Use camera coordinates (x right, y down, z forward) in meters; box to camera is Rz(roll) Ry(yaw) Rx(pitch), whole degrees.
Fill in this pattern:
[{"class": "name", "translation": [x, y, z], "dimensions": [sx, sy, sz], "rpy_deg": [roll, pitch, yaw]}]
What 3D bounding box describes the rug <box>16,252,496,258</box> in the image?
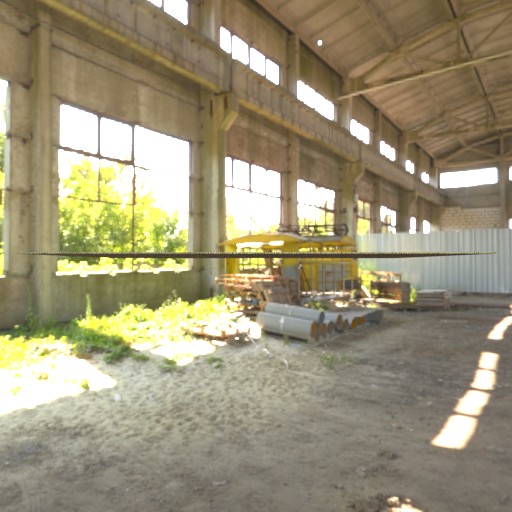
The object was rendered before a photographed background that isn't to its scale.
[{"class": "rug", "translation": [0.000, 0.000, 2.182], "dimensions": [1.747, 0.006, 1.143], "rpy_deg": [0, -1, 0]}]
